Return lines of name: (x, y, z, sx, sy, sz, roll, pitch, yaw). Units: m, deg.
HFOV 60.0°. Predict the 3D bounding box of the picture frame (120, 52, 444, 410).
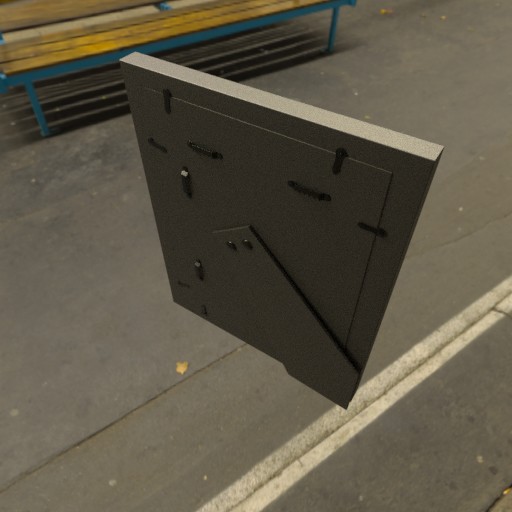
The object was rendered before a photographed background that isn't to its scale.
picture frame: (0.000, 0.000, 0.511, 0.307, 0.383, 0.036, 25, 52, 22)
